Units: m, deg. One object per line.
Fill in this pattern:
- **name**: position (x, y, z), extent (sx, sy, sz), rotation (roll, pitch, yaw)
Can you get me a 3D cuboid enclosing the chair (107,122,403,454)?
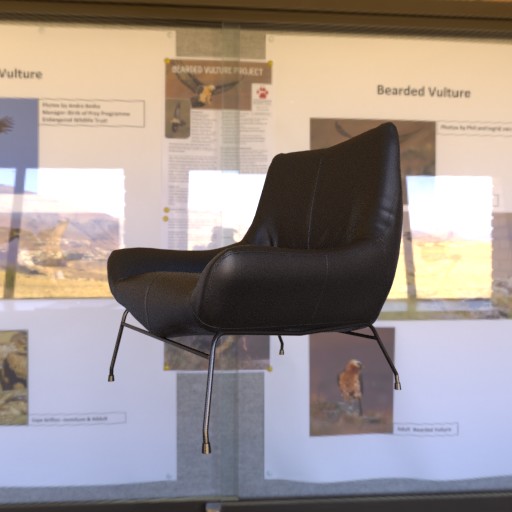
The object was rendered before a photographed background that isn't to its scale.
- **chair**: position (0.000, 0.000, 1.574), extent (0.826, 0.922, 0.836), rotation (0, 1, -36)
